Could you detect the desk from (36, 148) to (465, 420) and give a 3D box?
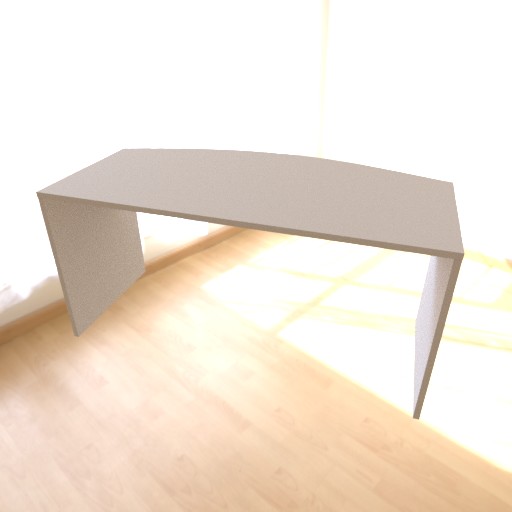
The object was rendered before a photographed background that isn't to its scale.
[{"bbox_3d":[0.000,0.000,2.083,1.600,0.750,0.802,9,31,16],"label":"desk"}]
